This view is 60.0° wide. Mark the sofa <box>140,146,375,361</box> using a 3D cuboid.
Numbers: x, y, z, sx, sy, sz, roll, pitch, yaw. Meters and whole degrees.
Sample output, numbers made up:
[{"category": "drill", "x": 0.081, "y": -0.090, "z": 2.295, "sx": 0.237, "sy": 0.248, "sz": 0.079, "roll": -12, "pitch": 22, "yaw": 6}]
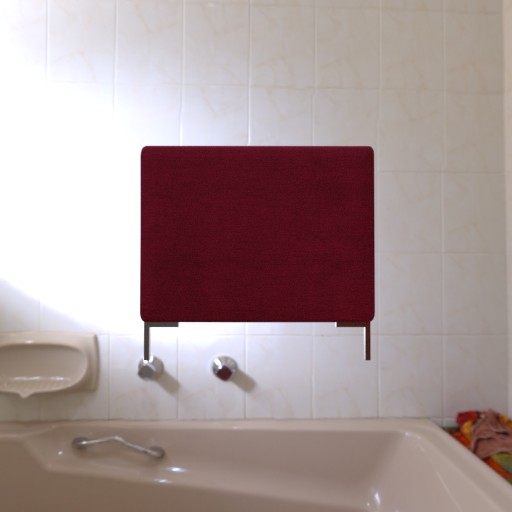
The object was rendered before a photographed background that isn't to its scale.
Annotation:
[{"category": "sofa", "x": 0.000, "y": 0.000, "z": 2.260, "sx": 0.686, "sy": 0.635, "sz": 1.981, "roll": 0, "pitch": -1, "yaw": 0}]
